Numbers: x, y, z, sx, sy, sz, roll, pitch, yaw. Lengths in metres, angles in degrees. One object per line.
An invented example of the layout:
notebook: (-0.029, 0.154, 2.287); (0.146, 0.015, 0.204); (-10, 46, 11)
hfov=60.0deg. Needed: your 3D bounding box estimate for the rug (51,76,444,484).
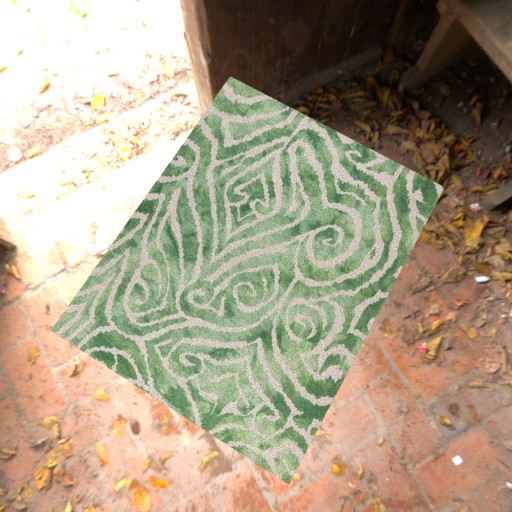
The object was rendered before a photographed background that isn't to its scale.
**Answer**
rug: (0.000, 0.000, 4.115); (2.436, 0.007, 3.045); (30, 77, 8)
